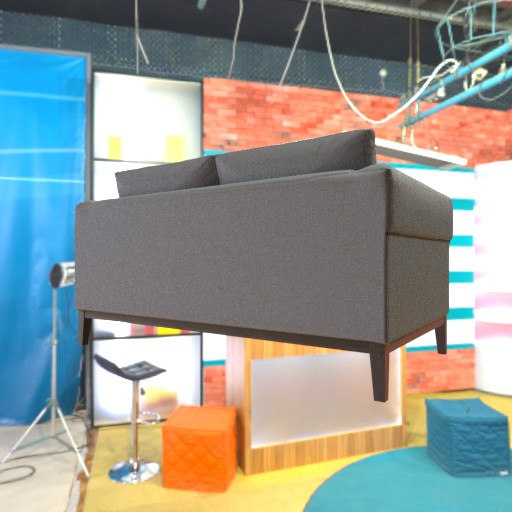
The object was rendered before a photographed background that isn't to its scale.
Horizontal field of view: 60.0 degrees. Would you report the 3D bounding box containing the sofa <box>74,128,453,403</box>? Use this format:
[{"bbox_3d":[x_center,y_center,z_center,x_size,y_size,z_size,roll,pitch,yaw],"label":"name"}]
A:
[{"bbox_3d":[0.000,0.000,2.095,1.598,0.873,0.899,0,-1,35],"label":"sofa"}]
